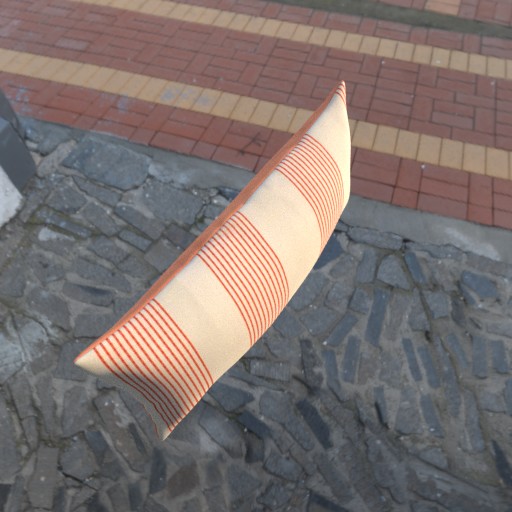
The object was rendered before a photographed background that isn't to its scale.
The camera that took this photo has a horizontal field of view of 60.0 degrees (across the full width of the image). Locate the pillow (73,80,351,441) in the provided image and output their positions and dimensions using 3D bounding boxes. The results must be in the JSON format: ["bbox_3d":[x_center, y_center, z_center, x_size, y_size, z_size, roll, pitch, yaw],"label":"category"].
[{"bbox_3d":[0.000,0.000,0.730,0.156,0.292,0.608,31,63,18],"label":"pillow"}]
